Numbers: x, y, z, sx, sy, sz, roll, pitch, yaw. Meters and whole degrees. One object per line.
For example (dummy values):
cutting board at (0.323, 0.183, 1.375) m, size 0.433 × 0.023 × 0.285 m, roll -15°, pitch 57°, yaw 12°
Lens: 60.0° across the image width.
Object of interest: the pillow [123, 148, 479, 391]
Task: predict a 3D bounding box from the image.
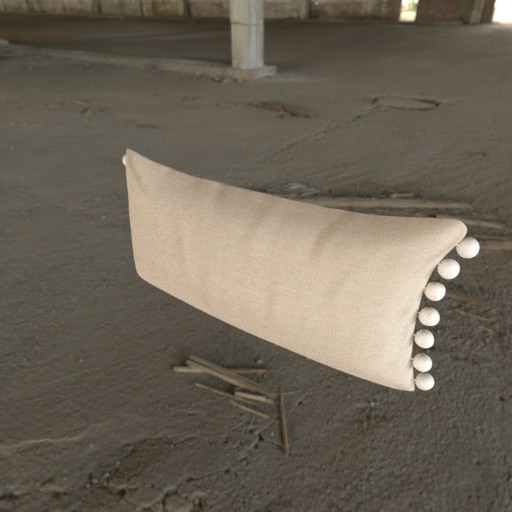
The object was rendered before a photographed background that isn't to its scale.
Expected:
pillow at (0.000, 0.000, 0.821) m, size 0.709 × 0.322 × 0.201 m, roll 19°, pitch 36°, yaw 29°
